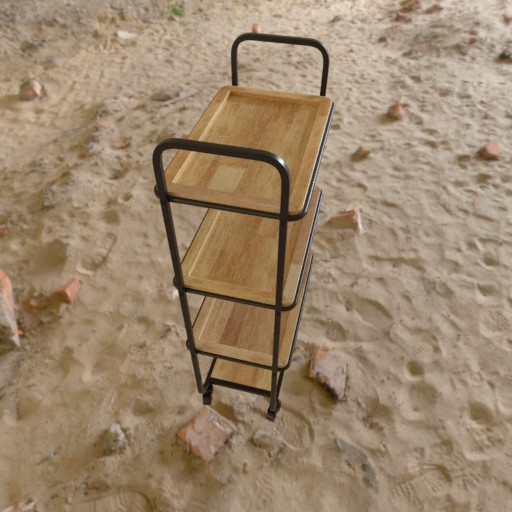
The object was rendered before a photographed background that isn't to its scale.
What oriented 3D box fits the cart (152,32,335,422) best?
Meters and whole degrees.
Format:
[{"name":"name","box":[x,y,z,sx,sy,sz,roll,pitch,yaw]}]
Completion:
[{"name":"cart","box":[0.000,0.000,1.326,0.321,1.080,0.545,10,47,10]}]
